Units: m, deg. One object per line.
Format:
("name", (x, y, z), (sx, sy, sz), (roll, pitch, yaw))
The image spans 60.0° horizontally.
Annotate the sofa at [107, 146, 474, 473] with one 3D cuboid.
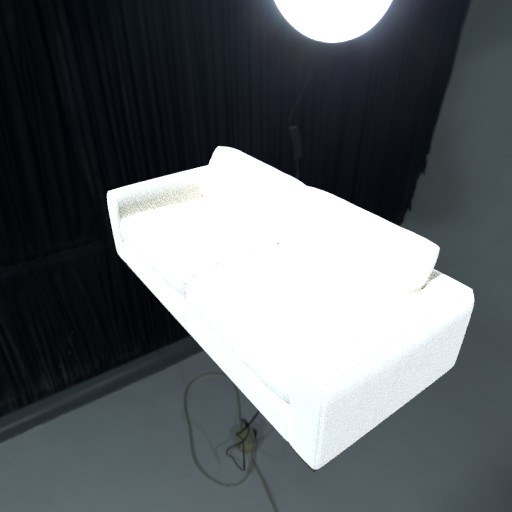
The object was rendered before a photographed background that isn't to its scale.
("sofa", (0.000, 0.000, 2.748), (1.070, 0.801, 2.262), (-22, 38, -30))
